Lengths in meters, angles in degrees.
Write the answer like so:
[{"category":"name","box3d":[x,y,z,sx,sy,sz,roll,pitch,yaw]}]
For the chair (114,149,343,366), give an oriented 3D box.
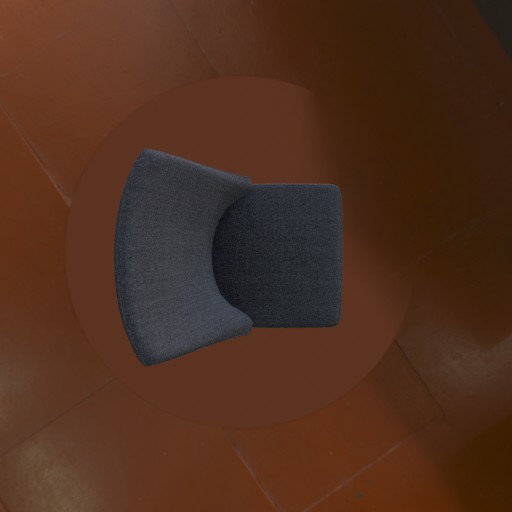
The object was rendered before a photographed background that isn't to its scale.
[{"category":"chair","box3d":[0.000,0.000,1.373,0.577,1.050,0.510,0,90,-2]}]
